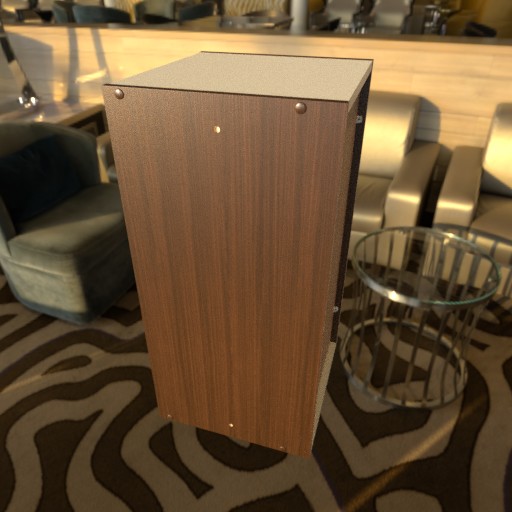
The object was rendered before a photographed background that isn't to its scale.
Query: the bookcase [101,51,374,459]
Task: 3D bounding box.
[{"bbox_3d":[0.000,0.000,0.766,0.290,0.600,0.300,10,33,15],"label":"bookcase"}]
